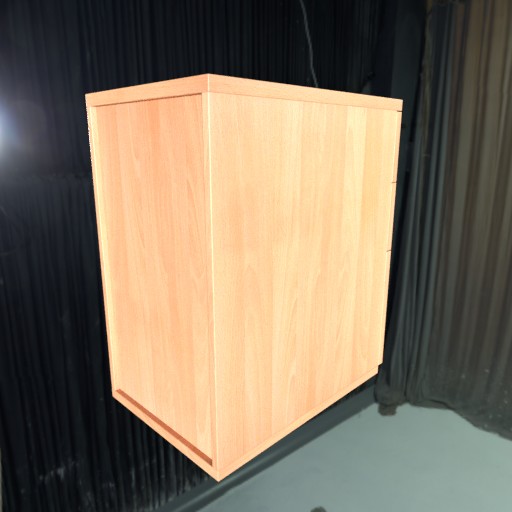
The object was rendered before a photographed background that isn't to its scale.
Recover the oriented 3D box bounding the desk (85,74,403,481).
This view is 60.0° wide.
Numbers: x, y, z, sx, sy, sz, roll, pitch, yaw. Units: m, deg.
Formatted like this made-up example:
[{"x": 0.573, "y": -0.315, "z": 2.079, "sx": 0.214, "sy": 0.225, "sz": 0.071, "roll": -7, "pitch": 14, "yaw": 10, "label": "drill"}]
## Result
[{"x": 0.000, "y": 0.000, "z": 1.079, "sx": 0.600, "sy": 0.730, "sz": 0.404, "roll": -14, "pitch": 20, "yaw": -43, "label": "desk"}]
